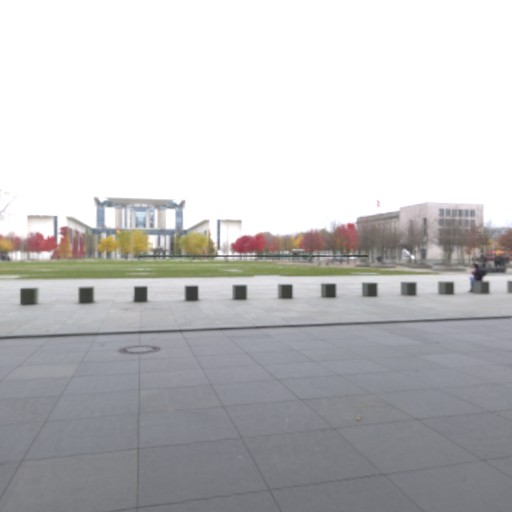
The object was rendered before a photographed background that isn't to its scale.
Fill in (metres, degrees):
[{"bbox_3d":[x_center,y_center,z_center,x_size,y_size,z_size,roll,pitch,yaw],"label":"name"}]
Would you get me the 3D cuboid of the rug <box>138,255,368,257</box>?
[{"bbox_3d":[0.000,0.000,2.679,0.761,0.006,2.438,0,0,0],"label":"rug"}]
